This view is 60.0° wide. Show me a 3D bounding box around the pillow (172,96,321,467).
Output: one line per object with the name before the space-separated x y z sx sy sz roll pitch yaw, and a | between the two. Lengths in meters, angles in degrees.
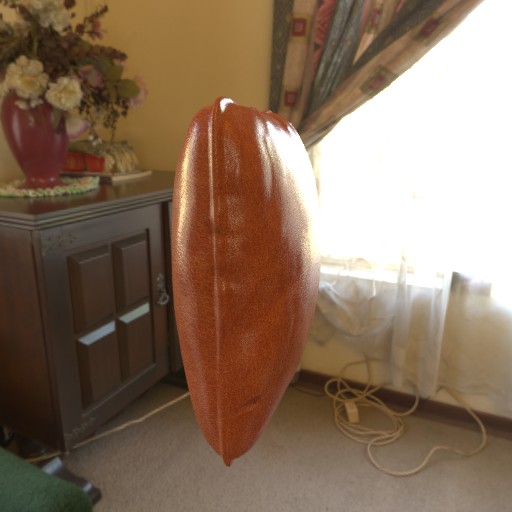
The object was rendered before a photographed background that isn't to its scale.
pillow | 0.000 0.000 0.811 0.236 0.523 0.532 3 16 9
